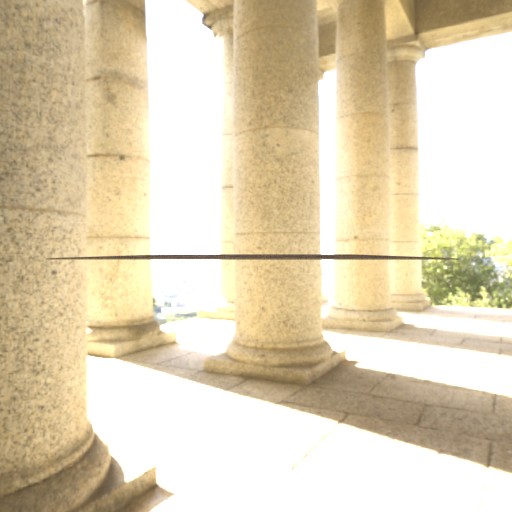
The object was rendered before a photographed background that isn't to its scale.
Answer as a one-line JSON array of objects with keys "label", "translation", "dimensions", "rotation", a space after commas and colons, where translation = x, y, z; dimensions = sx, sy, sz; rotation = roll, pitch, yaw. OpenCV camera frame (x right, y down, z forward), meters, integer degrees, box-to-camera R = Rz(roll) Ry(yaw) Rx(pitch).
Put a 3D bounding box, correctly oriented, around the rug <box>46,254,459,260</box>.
[{"label": "rug", "translation": [0.000, 0.000, 4.008], "dimensions": [2.380, 0.008, 2.977], "rotation": [0, 1, 1]}]
